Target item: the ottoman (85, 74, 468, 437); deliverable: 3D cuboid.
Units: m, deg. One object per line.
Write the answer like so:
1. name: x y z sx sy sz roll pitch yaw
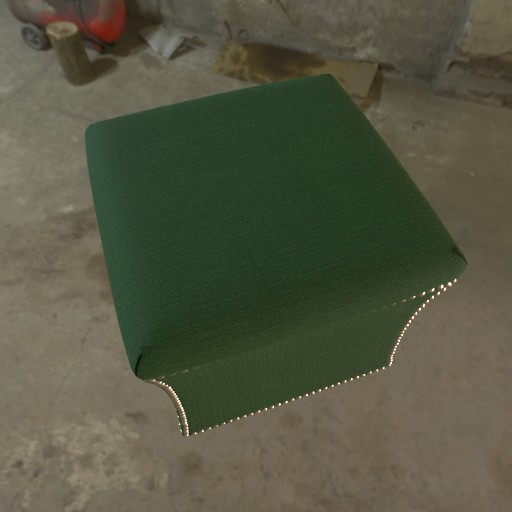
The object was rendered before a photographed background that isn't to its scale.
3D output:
1. ottoman: 0.000 0.000 0.877 0.507 0.475 0.497 -16 58 -10
